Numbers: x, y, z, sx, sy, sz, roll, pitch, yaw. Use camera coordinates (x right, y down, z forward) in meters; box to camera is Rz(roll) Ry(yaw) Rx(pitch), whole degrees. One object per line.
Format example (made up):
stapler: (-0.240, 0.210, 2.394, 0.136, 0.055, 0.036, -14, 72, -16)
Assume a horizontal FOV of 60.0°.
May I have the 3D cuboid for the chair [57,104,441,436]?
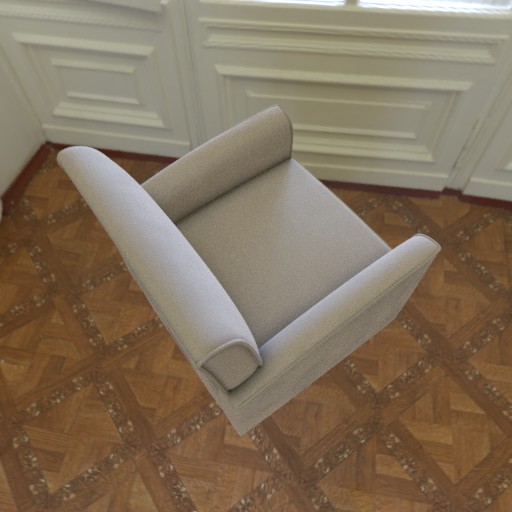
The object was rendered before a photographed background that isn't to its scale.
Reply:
chair: (0.000, 0.000, 1.533, 0.821, 0.915, 0.820, -32, 63, -18)
